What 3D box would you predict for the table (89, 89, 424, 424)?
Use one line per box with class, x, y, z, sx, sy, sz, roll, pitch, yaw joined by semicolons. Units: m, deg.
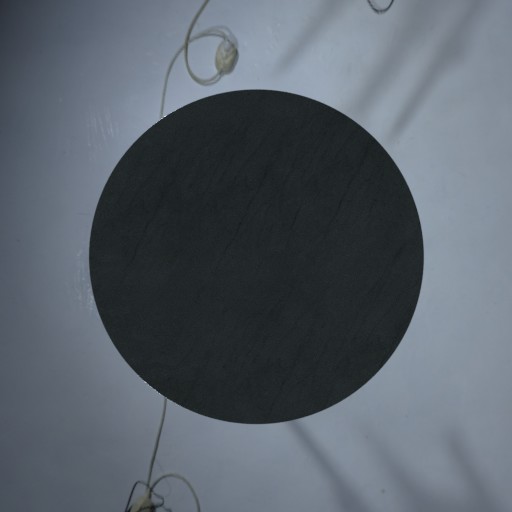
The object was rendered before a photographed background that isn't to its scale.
table;0.000;0.000;1.283;0.800;0.450;0.800;0;91;-1
